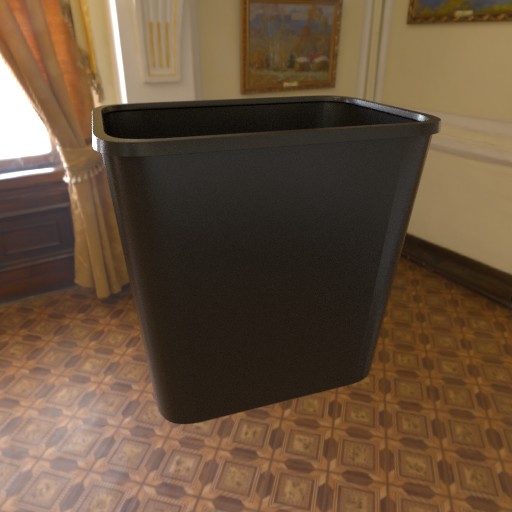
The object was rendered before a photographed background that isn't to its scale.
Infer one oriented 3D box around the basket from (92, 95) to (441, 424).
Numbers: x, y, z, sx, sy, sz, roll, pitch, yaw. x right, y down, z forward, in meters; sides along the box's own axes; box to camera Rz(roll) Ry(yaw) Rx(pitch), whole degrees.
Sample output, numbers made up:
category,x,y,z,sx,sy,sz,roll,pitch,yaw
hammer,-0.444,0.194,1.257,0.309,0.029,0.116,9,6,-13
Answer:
category,x,y,z,sx,sy,sz,roll,pitch,yaw
basket,0.000,0.000,0.492,0.300,0.307,0.211,-8,27,-16
